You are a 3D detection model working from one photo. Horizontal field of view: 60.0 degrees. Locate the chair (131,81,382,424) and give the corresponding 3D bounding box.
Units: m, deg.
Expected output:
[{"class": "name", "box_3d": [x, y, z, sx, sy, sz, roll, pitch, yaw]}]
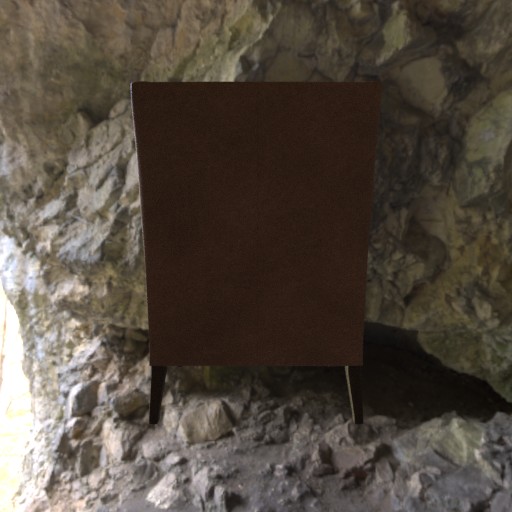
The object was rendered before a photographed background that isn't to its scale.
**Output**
[{"class": "chair", "box_3d": [0.000, 0.000, 1.703, 0.815, 1.088, 0.913, 0, 2, 0]}]
